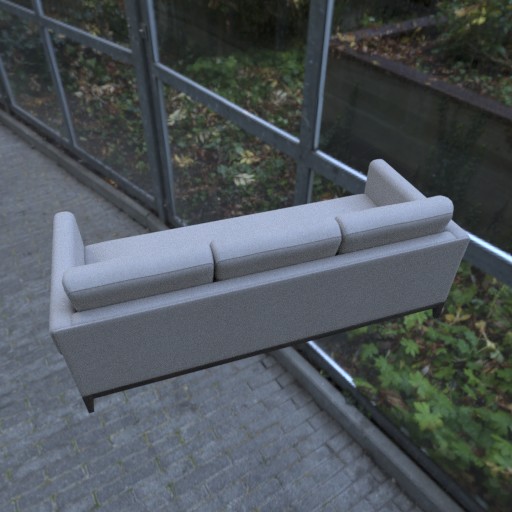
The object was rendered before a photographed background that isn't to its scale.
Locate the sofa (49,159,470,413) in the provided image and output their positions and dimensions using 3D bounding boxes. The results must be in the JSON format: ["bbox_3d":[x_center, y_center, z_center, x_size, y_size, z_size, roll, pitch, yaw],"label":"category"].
[{"bbox_3d":[0.000,0.000,2.671,2.210,0.838,0.959,-12,41,-14],"label":"sofa"}]
